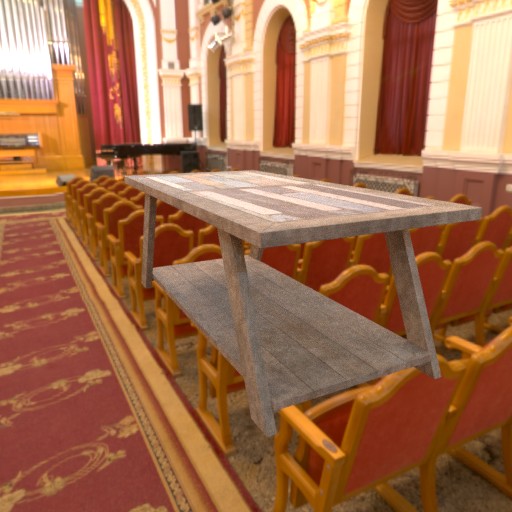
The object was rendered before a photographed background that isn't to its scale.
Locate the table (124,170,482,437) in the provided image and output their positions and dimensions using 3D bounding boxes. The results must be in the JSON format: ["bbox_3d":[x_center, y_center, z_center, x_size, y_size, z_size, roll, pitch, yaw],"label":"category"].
[{"bbox_3d":[0.000,0.000,1.527,0.610,0.470,1.219,-8,17,-26],"label":"table"}]
